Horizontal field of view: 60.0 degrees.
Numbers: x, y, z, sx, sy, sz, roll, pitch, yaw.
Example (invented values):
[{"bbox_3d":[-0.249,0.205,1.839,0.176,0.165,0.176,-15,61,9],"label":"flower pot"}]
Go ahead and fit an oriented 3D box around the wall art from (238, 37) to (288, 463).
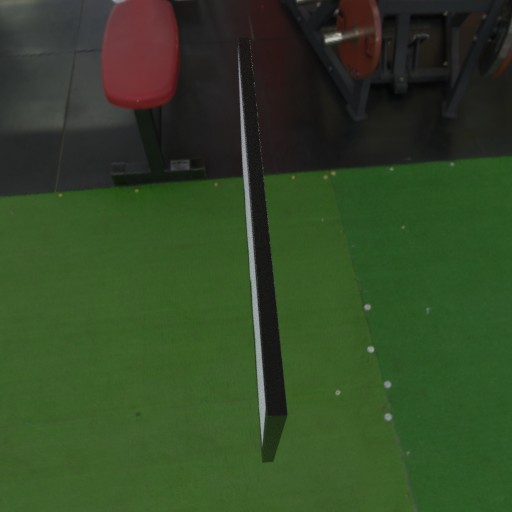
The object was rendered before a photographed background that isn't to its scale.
[{"bbox_3d":[0.000,0.000,0.828,0.022,0.446,0.659,-3,59,-2],"label":"wall art"}]
